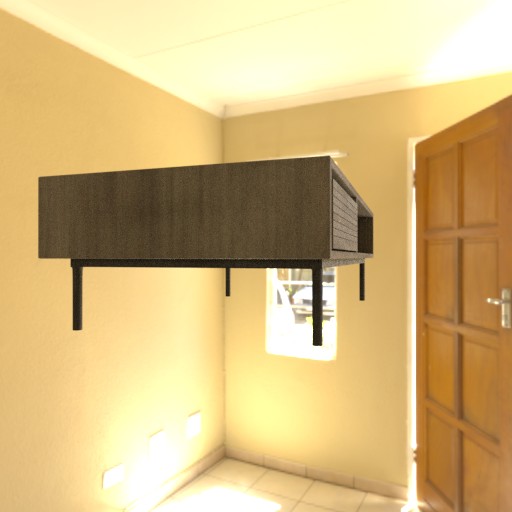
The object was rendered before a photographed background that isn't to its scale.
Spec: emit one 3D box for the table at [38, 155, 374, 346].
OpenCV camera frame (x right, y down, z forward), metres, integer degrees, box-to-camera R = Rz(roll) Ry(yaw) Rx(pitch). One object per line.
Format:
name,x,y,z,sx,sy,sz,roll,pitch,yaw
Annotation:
table,0.000,0.000,1.384,0.643,0.347,1.088,0,0,19
